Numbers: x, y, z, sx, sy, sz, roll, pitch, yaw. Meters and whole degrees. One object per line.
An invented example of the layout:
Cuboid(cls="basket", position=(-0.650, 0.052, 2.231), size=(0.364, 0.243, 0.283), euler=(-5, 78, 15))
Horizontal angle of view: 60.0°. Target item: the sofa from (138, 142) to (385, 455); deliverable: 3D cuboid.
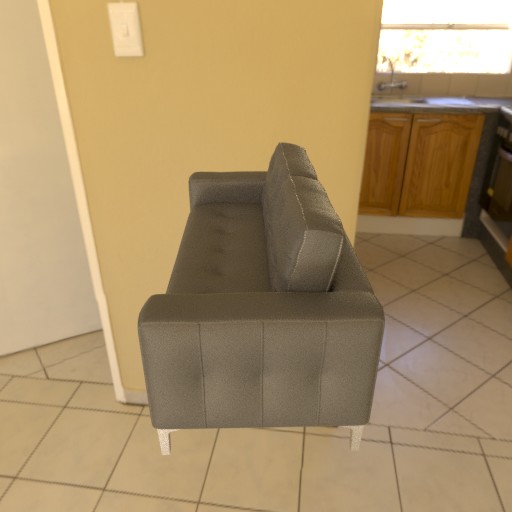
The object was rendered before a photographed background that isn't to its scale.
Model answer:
Cuboid(cls="sofa", position=(0.000, 0.000, 2.264), size=(0.833, 0.892, 1.726), euler=(-1, 27, -1))
